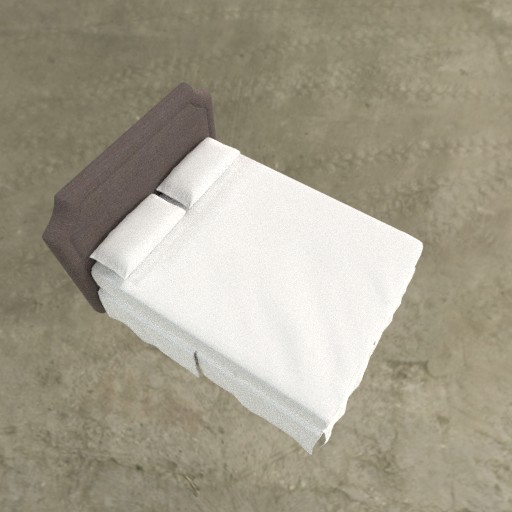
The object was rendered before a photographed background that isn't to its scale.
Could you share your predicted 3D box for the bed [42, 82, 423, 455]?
[{"bbox_3d":[0.000,0.000,3.191,2.116,1.290,1.693,29,63,16],"label":"bed"}]
